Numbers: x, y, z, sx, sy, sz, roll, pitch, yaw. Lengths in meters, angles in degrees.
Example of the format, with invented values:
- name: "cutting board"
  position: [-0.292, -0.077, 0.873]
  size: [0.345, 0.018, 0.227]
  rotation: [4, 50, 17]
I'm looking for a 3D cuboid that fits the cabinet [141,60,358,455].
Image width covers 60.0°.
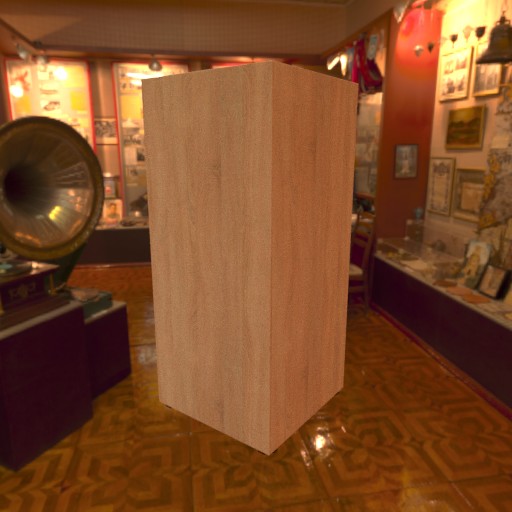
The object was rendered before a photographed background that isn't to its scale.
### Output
- name: "cabinet"
  position: [0.000, 0.000, 2.822]
  size: [1.327, 2.120, 1.094]
  rotation: [-2, 14, -8]
